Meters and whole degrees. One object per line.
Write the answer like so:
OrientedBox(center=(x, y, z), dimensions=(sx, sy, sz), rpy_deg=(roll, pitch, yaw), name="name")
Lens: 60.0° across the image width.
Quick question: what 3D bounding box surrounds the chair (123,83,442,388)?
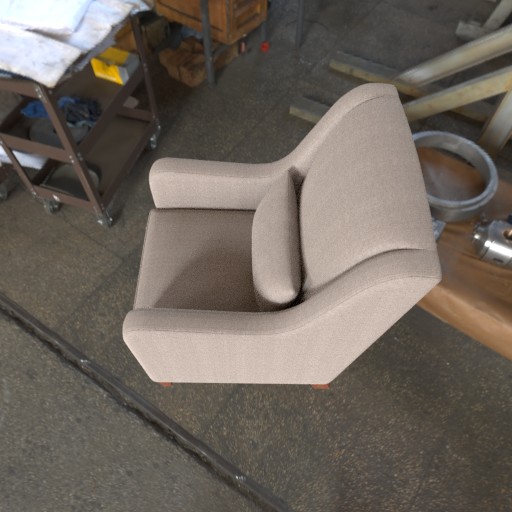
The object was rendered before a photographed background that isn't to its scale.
OrientedBox(center=(0.000, 0.000, 1.619), dimensions=(0.890, 1.017, 0.715), rpy_deg=(0, 58, 0), name="chair")
